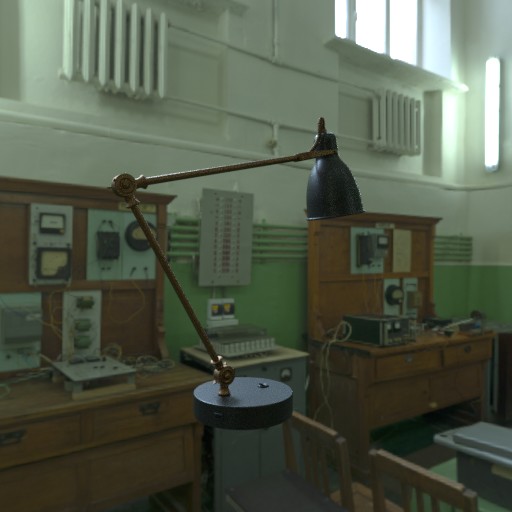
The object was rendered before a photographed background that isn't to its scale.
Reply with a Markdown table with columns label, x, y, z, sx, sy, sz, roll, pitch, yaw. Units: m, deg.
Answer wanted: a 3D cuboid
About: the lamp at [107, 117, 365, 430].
| label | x | y | z | sx | sy | sz | roll | pitch | yaw |
| --- | --- | --- | --- | --- | --- | --- | --- | --- | --- |
| lamp | 0.000 | 0.000 | 0.856 | 0.561 | 0.587 | 0.187 | 0 | 0 | -36 |
